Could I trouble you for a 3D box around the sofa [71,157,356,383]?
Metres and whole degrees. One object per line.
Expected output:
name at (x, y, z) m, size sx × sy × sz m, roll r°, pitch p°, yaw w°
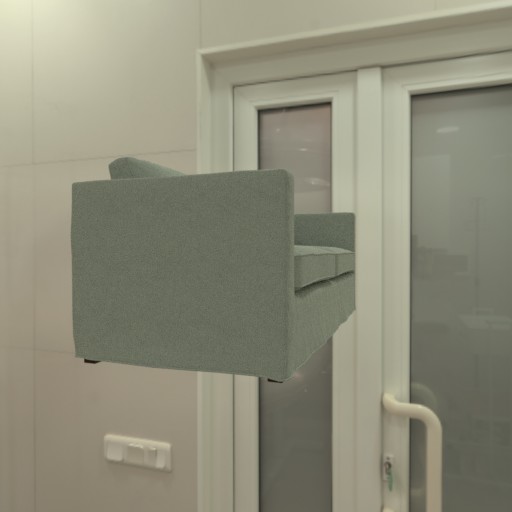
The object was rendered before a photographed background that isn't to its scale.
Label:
sofa at (0.000, 0.000, 2.568) m, size 0.940 × 0.870 × 1.987 m, roll 0°, pitch 1°, yaw 19°
